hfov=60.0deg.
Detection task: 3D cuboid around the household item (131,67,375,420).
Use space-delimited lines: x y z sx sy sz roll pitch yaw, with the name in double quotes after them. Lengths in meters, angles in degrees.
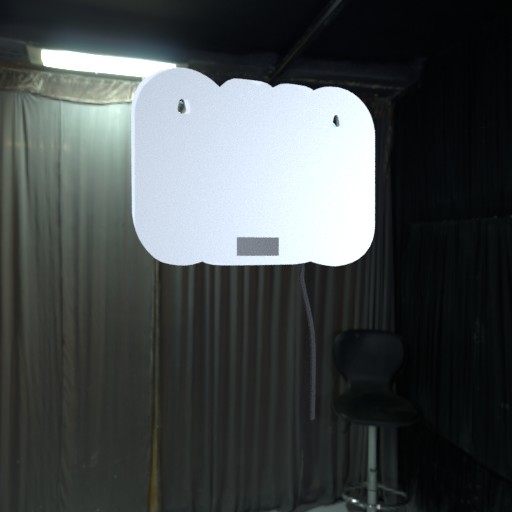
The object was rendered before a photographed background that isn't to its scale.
0.000 0.000 0.388 0.211 0.294 0.042 0 1 -18 "household item"
